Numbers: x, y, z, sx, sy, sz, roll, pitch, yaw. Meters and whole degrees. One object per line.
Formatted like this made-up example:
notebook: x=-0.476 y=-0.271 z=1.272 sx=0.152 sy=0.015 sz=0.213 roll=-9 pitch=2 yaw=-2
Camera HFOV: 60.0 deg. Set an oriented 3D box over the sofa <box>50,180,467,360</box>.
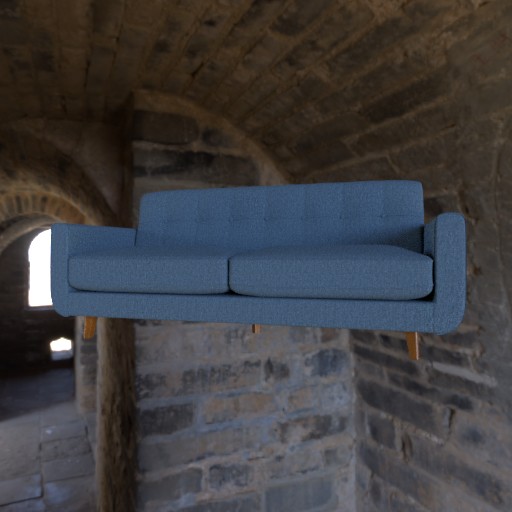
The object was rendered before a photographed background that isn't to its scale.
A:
sofa: x=0.000 y=0.000 z=2.521 sx=2.055 sy=0.884 sz=0.942 roll=0 pitch=0 yaw=17
